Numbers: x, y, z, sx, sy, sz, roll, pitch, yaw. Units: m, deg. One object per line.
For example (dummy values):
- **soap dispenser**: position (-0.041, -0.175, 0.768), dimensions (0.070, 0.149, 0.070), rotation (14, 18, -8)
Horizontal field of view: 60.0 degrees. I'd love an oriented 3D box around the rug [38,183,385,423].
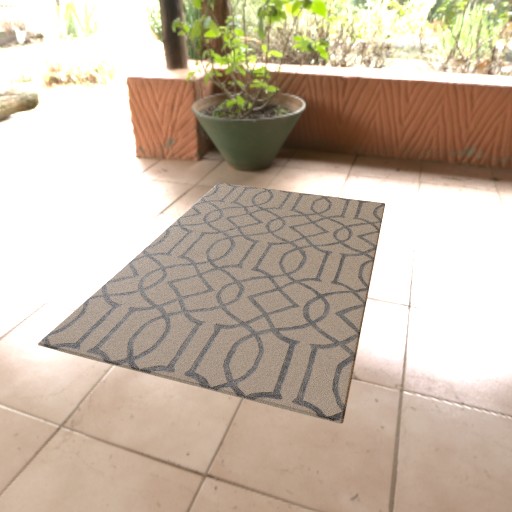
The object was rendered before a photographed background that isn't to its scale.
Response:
- **rug**: position (0.000, 0.000, 2.971), dimensions (1.521, 0.017, 2.365), rotation (9, 31, 16)
